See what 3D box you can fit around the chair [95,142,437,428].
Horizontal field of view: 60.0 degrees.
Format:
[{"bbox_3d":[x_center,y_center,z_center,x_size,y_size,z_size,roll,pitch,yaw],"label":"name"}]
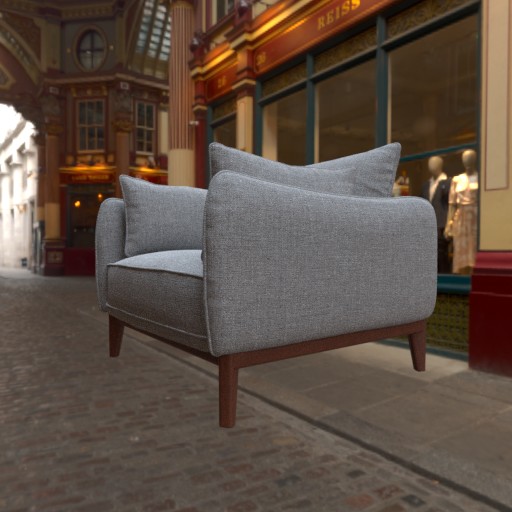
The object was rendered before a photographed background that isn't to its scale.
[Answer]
[{"bbox_3d":[0.000,0.000,1.705,0.976,0.839,0.993,-1,2,-36],"label":"chair"}]
